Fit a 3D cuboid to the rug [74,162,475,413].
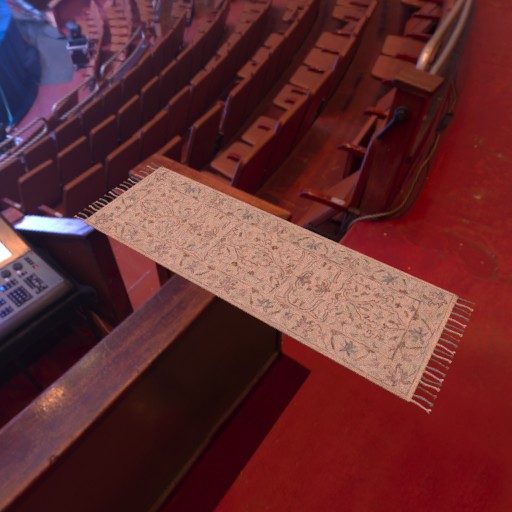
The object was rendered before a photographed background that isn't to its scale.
[{"bbox_3d":[0.000,0.000,2.720,2.440,0.013,0.769,26,51,23],"label":"rug"}]
